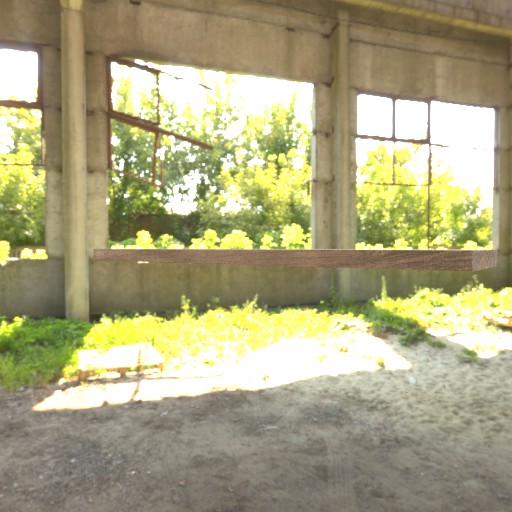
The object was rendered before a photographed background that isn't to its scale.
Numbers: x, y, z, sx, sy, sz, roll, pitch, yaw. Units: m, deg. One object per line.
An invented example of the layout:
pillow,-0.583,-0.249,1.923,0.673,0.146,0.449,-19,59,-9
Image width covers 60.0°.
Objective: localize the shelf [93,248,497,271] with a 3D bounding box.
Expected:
shelf,0.000,0.000,0.652,0.610,0.020,0.140,1,1,37
